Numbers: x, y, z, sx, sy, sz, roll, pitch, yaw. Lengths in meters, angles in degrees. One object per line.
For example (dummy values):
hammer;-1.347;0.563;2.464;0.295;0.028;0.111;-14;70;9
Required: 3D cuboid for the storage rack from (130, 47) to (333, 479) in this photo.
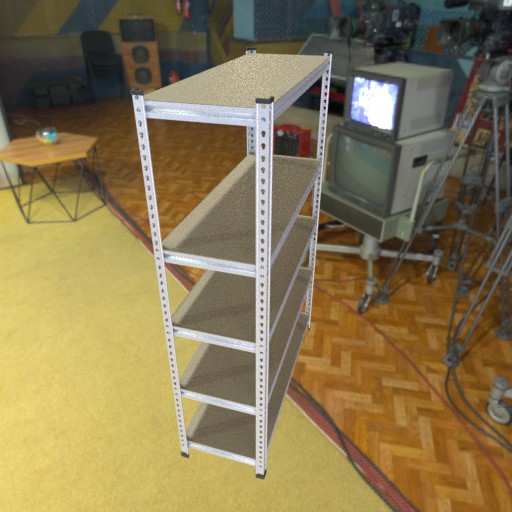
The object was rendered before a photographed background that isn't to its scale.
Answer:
storage rack;0.000;0.000;2.293;0.457;1.829;1.219;9;32;14
